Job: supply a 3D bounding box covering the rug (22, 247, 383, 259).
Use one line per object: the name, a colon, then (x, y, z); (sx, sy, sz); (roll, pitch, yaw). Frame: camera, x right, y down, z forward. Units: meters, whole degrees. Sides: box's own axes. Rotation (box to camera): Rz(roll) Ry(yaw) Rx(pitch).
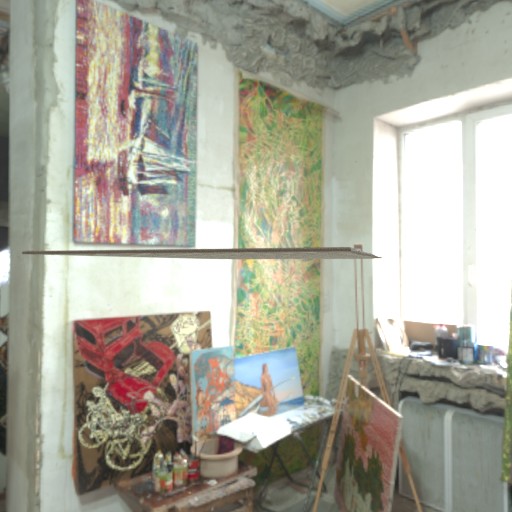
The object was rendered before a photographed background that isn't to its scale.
rug: (0.000, 0.000, 2.074); (1.066, 0.011, 1.677); (0, -1, 19)
